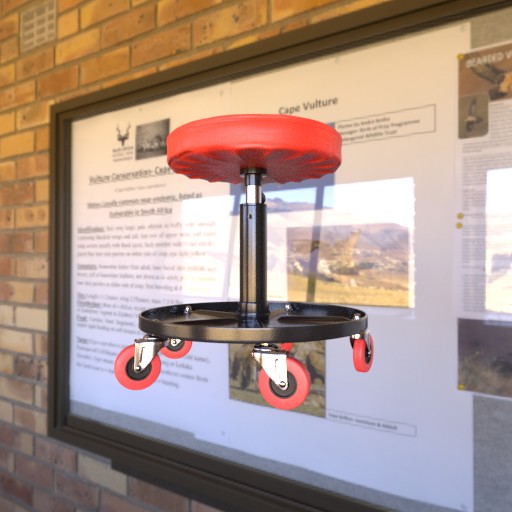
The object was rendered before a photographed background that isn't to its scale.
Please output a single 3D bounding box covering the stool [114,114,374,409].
[{"bbox_3d":[0.000,0.000,0.702,0.381,0.365,0.382,0,-1,1],"label":"stool"}]
